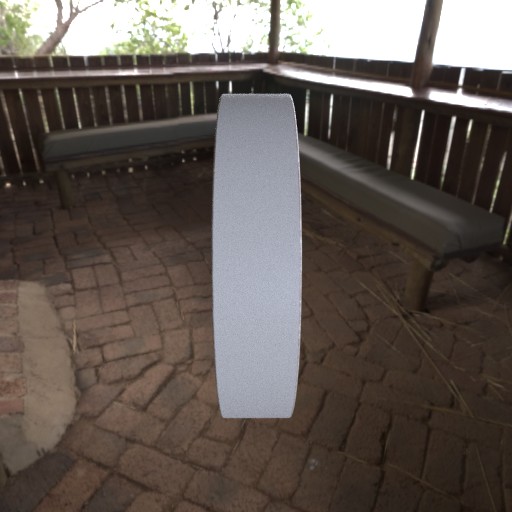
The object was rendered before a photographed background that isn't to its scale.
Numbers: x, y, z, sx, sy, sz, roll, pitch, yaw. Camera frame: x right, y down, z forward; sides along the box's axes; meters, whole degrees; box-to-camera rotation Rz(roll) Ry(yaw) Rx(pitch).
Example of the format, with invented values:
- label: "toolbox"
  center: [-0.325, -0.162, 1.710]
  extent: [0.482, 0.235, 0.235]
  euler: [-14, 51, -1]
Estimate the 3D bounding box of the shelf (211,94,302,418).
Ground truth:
- label: "shelf"
  center: [0.000, 0.000, 1.175]
  extent: [0.158, 0.807, 0.806]
  euler: [0, 27, 0]
